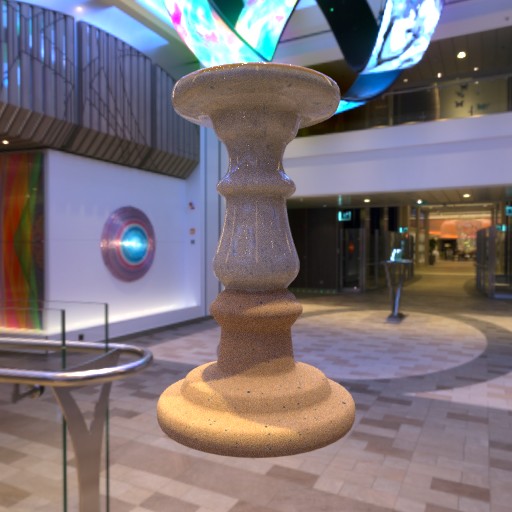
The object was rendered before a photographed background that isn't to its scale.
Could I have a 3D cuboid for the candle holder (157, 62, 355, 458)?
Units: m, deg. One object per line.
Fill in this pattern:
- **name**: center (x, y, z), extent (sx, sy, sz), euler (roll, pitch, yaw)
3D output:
- **candle holder**: center (0.000, 0.000, 0.279), extent (0.123, 0.202, 0.123), euler (0, 1, 0)
